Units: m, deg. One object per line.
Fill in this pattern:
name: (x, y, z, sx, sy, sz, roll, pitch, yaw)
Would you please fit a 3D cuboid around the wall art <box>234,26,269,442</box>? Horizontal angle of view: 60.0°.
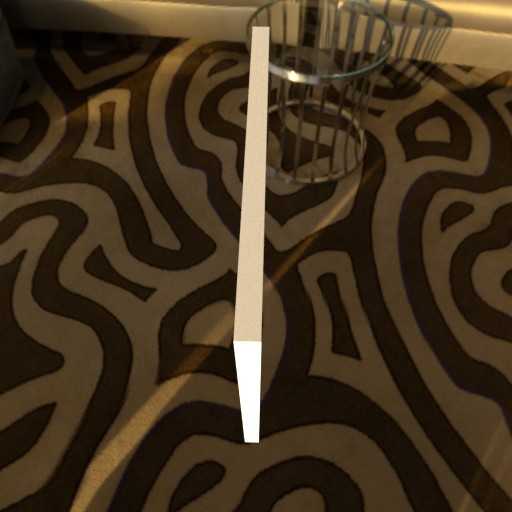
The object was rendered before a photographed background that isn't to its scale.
wall art: (0.000, 0.000, 1.134, 0.038, 0.762, 0.762, 1, 58, 1)
